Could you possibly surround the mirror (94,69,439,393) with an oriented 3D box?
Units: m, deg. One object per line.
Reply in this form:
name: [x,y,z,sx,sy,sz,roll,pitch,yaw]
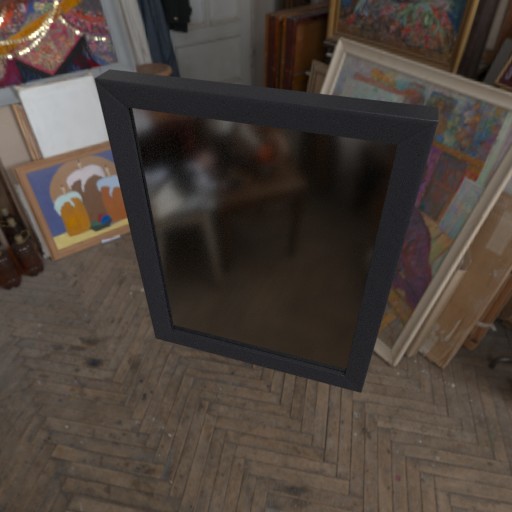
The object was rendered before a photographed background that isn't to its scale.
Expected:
mirror: [0.000,0.000,0.681,0.405,0.508,0.041,12,42,13]
